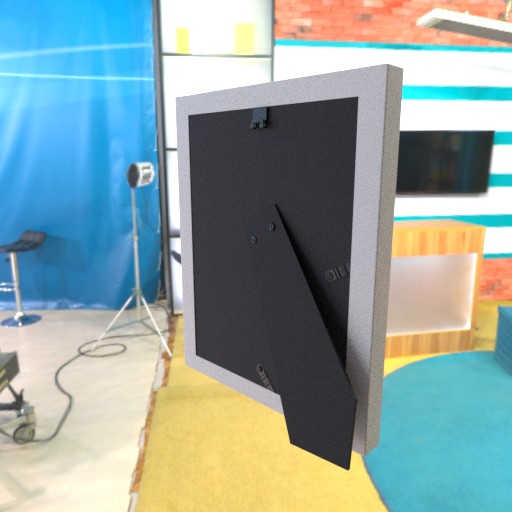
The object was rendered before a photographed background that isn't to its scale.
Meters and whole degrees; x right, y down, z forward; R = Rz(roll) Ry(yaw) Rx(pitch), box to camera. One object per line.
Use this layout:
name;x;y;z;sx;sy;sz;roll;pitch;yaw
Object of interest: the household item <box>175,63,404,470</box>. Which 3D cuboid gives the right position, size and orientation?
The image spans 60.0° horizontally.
household item;0.000;0.000;0.340;0.200;0.250;0.045;12;17;43
